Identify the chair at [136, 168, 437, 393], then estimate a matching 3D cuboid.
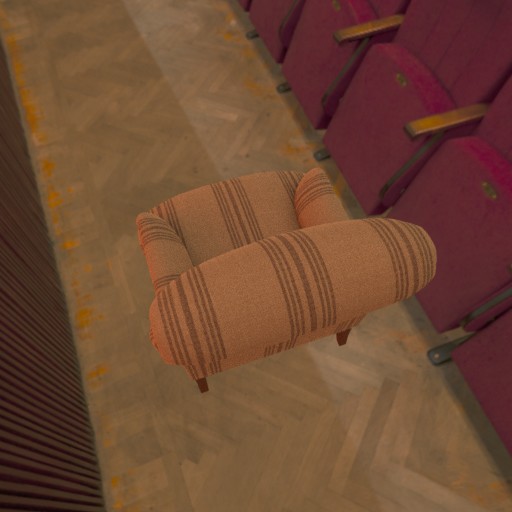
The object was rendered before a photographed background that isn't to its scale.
[{"bbox_3d":[0.000,0.000,1.633,0.813,0.940,0.914,-16,60,-10],"label":"chair"}]
